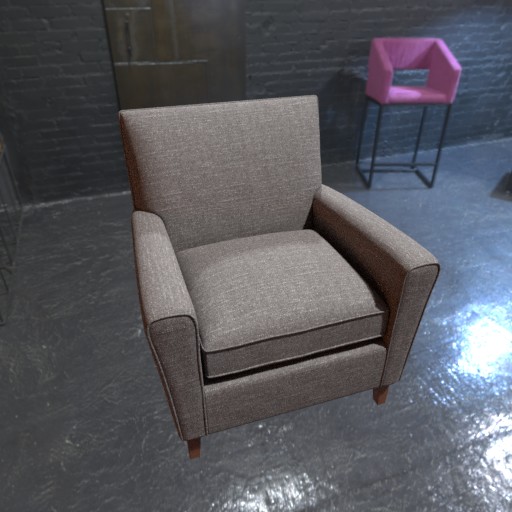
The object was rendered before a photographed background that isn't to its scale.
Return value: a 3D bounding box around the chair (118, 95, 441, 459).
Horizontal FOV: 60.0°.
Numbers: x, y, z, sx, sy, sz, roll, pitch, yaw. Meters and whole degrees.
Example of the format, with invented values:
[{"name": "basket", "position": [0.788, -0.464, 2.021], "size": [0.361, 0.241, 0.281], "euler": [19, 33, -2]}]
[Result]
[{"name": "chair", "position": [0.000, 0.000, 1.577], "size": [0.838, 0.885, 0.875], "euler": [-10, 34, -15]}]
